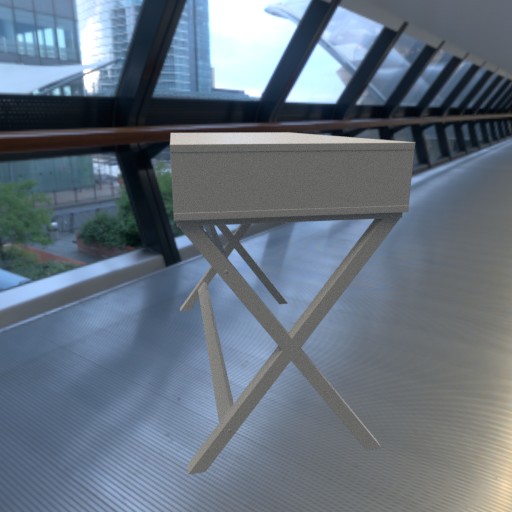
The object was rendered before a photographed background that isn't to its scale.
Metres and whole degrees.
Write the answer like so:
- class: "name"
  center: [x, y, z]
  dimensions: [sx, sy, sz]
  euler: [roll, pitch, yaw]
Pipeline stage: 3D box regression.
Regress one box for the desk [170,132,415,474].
- class: "desk"
  center: [0.000, 0.000, 1.494]
  dimensions: [0.525, 0.780, 1.057]
  euler: [-3, 17, -10]
